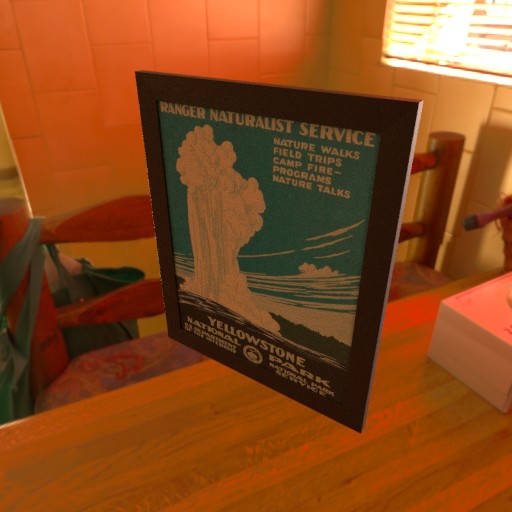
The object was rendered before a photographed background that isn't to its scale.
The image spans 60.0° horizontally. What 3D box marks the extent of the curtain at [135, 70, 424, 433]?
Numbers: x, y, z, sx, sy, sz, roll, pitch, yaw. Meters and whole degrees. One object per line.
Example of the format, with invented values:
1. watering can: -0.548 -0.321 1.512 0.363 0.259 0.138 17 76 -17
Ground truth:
1. curtain: 0.000 0.000 0.795 0.483 0.585 0.027 19 35 29
